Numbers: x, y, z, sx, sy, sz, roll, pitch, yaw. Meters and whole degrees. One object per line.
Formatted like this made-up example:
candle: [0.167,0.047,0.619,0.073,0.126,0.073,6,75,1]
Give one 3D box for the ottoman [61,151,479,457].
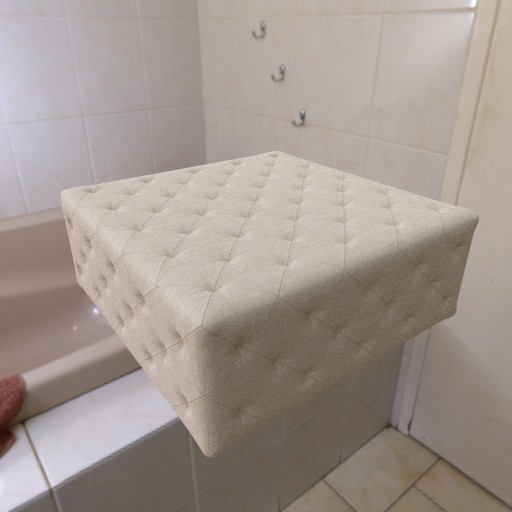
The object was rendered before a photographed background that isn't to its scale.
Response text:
ottoman: [0.000,0.000,1.587,1.028,0.439,1.028,-18,32,-32]
